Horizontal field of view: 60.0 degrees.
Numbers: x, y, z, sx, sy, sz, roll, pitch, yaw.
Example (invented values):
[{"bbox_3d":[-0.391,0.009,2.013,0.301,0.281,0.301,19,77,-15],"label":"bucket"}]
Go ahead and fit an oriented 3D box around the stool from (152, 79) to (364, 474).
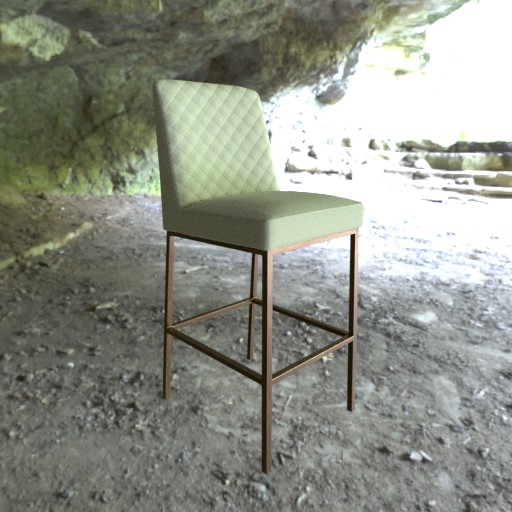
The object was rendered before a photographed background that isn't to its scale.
[{"bbox_3d":[0.000,0.000,1.430,0.462,1.084,0.546,-14,21,-42],"label":"stool"}]
